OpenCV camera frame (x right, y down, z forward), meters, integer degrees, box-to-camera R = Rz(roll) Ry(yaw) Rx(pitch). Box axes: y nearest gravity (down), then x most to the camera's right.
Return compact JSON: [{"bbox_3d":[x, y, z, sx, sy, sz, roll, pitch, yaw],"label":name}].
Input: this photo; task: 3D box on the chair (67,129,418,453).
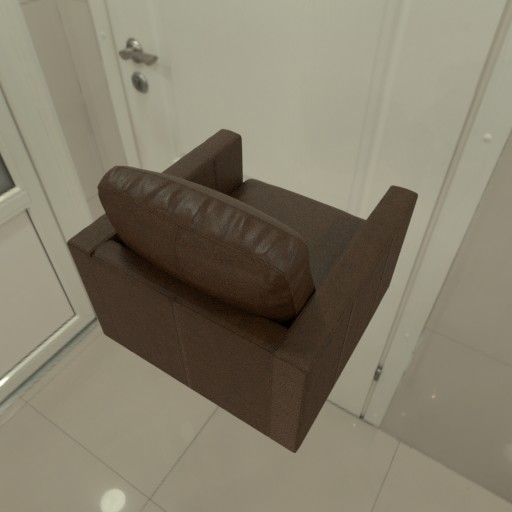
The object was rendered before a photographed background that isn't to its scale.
[{"bbox_3d":[0.000,0.000,1.683,0.890,0.956,0.909,24,50,22],"label":"chair"}]
